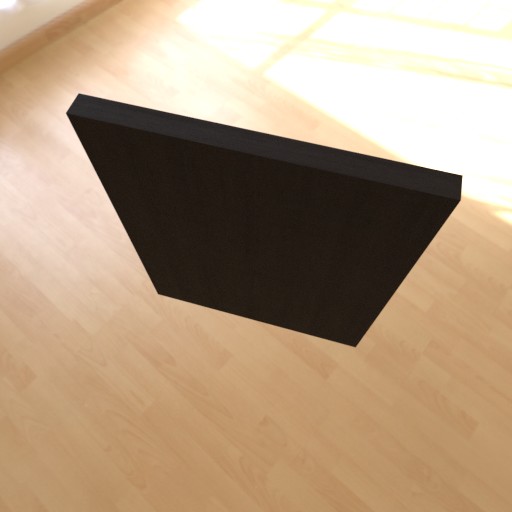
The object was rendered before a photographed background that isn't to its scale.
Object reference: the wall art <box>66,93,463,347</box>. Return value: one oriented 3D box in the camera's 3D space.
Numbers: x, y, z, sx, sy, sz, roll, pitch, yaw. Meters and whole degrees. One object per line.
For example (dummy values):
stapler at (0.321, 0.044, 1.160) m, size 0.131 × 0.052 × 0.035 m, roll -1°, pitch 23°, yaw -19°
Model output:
wall art at (0.000, 0.000, 0.745) m, size 0.455 × 0.552 × 0.034 m, roll 14°, pitch 63°, yaw 7°
